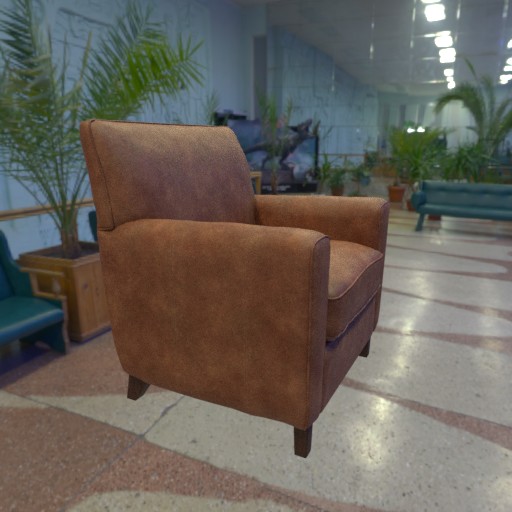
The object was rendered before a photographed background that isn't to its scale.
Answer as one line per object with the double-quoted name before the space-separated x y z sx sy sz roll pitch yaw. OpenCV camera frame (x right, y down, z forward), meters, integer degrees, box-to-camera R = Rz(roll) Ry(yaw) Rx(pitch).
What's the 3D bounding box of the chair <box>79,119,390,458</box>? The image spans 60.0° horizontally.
"chair" 0.000 0.000 1.620 0.823 0.943 0.870 8 16 27
